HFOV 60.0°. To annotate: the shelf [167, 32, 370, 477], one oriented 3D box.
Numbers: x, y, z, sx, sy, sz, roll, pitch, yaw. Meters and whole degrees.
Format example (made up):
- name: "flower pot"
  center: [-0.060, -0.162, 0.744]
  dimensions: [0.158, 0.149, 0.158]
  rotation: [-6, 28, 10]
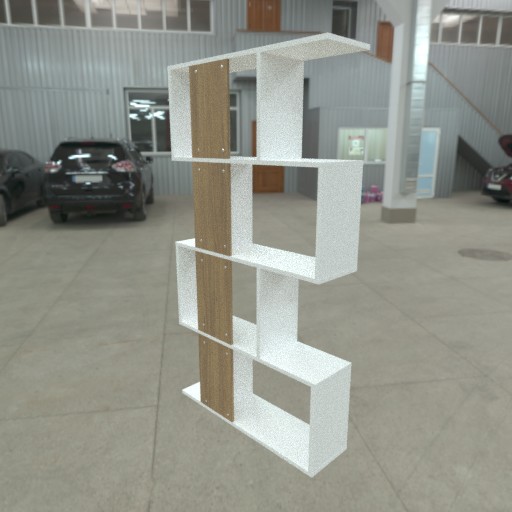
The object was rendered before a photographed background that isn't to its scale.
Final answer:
- name: "shelf"
  center: [0.000, 0.000, 1.983]
  dimensions: [0.250, 1.650, 0.890]
  rotation: [-14, 20, -43]
